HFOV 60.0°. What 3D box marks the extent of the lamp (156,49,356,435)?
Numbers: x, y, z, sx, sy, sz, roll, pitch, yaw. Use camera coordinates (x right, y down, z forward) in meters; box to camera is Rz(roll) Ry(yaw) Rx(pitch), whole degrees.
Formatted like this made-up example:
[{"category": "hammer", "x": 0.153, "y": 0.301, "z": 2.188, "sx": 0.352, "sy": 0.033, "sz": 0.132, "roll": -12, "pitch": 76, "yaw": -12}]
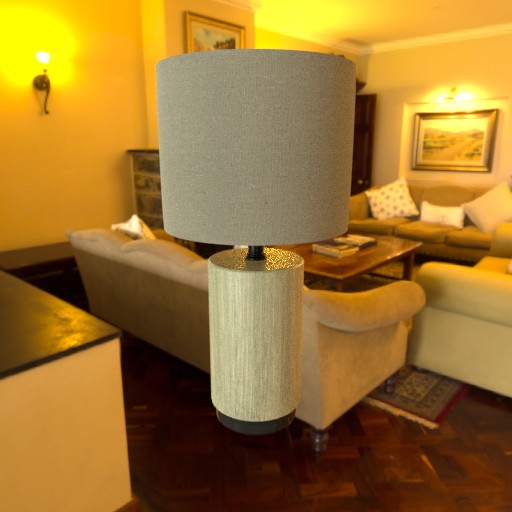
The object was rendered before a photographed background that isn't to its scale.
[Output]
[{"category": "lamp", "x": 0.000, "y": 0.000, "z": 0.565, "sx": 0.228, "sy": 0.444, "sz": 0.228, "roll": -2, "pitch": 14, "yaw": -7}]
